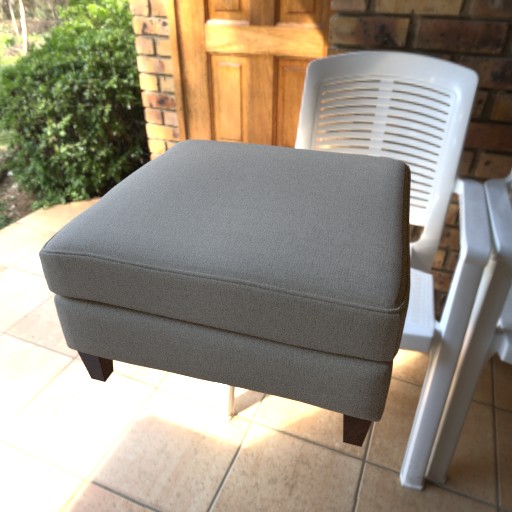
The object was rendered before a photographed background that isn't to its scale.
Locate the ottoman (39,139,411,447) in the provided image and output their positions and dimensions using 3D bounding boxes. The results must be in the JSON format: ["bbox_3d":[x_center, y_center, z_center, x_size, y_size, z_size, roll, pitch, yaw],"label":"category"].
[{"bbox_3d":[0.000,0.000,1.345,0.838,0.503,0.838,9,34,14],"label":"ottoman"}]
